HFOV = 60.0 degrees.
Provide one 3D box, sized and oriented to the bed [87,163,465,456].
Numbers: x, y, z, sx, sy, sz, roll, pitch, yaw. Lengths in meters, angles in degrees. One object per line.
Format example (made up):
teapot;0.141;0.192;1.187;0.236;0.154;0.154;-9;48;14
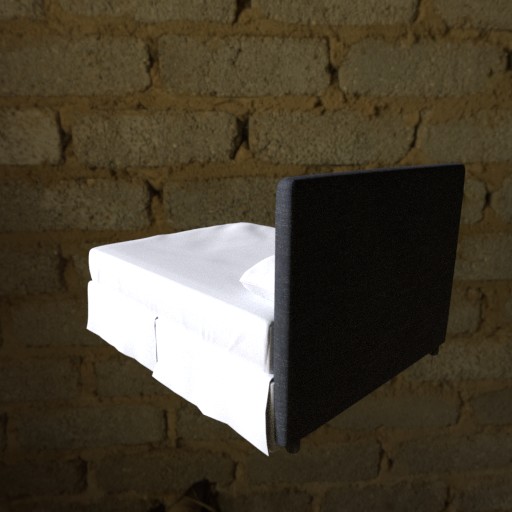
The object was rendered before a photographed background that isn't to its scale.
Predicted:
bed;0.000;0.000;3.160;1.723;1.330;2.142;-13;20;-41
